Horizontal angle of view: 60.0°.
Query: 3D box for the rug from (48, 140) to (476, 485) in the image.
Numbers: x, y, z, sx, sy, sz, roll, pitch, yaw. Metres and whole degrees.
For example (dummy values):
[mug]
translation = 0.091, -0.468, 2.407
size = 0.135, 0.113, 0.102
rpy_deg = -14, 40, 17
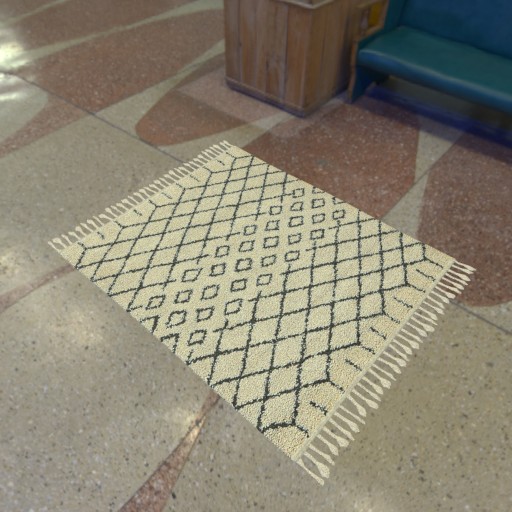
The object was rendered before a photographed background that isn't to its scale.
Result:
[rug]
translation = 0.000, 0.000, 4.091
size = 3.213, 0.030, 2.388
rpy_deg = 33, 55, 27
